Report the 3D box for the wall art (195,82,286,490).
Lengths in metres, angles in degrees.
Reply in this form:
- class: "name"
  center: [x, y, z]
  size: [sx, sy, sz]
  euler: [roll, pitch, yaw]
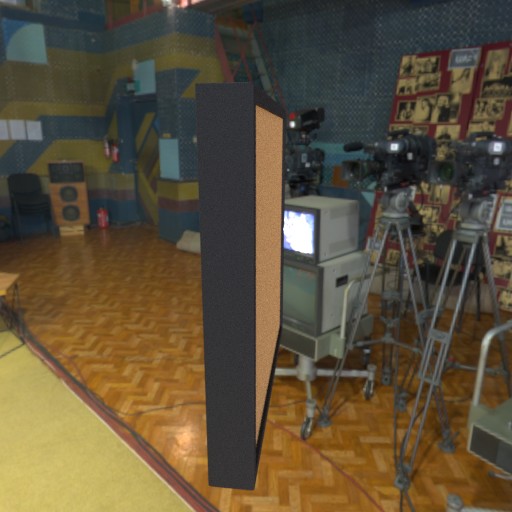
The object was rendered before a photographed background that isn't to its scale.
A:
- class: "wall art"
  center: [0.000, 0.000, 0.461]
  size: [0.037, 0.305, 0.305]
  euler: [2, 15, 7]
